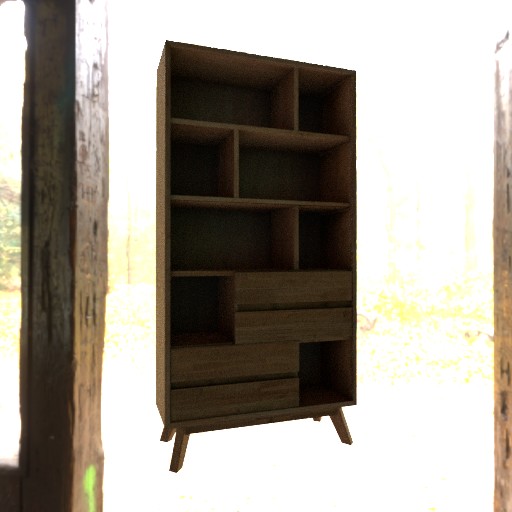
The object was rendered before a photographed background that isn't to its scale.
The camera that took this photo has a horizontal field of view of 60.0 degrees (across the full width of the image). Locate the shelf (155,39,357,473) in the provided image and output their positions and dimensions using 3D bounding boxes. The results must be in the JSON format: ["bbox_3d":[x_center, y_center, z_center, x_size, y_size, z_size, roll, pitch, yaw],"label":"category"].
[{"bbox_3d":[0.000,0.000,1.754,0.748,1.471,0.308,0,0,-19],"label":"shelf"}]
